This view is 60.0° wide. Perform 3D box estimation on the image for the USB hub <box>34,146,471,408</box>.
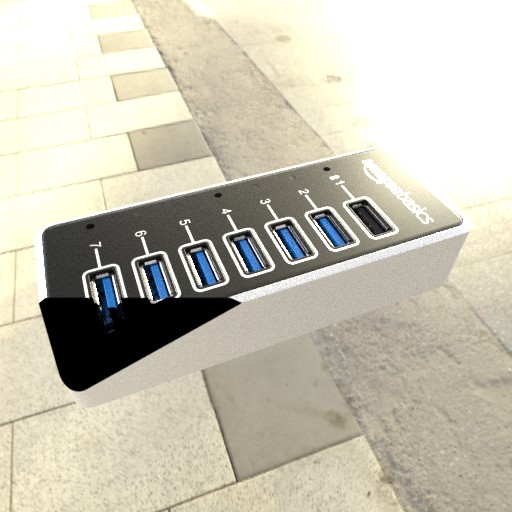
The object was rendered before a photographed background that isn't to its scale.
[{"bbox_3d":[0.000,0.000,0.125,0.110,0.023,0.044,-16,48,-15],"label":"USB hub"}]
